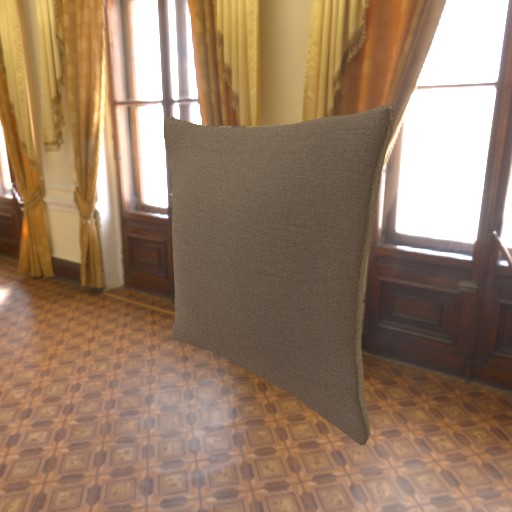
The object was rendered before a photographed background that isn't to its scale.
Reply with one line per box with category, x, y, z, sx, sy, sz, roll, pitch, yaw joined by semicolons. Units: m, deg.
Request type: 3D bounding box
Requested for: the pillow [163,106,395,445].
pillow;0.000;0.000;0.672;0.189;0.416;0.435;-14;21;-42
